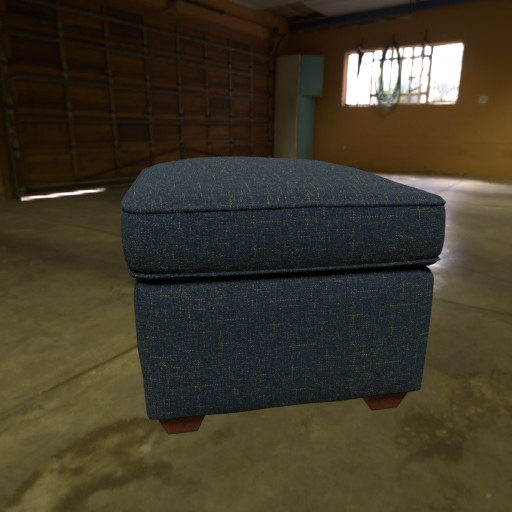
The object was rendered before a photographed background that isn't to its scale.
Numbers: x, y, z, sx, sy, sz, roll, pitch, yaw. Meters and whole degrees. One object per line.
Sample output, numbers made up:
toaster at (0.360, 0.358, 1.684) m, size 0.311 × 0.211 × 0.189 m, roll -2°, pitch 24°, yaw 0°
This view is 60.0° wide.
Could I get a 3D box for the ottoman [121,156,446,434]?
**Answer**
ottoman at (0.000, 0.000, 1.071) m, size 0.549 × 0.450 × 0.749 m, roll -3°, pitch 16°, yaw -10°
